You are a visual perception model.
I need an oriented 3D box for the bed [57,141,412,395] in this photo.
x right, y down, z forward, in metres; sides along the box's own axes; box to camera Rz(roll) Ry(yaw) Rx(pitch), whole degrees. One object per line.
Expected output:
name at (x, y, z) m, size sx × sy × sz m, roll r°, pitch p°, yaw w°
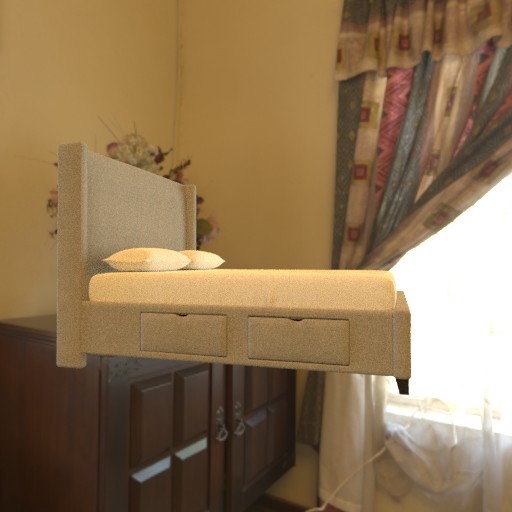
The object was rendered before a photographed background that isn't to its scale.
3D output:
bed at (0.000, 0.000, 3.448) m, size 2.222 × 1.491 × 1.774 m, roll 0°, pitch -1°, yaw 17°
